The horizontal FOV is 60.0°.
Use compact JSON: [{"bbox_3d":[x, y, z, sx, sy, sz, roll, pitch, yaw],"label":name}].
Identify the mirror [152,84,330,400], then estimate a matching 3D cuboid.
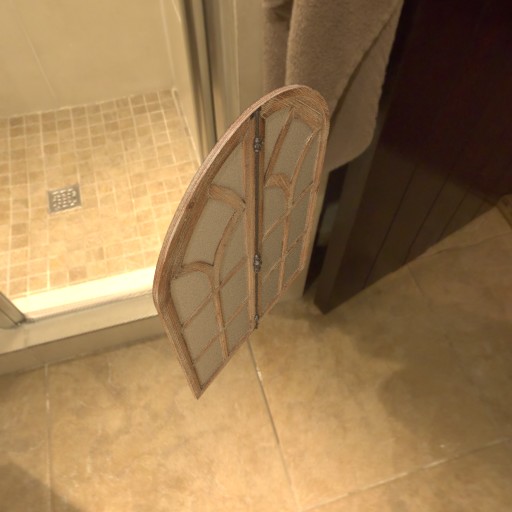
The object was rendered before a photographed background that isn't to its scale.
[{"bbox_3d":[0.000,0.000,1.136,0.032,0.915,0.609,32,63,19],"label":"mirror"}]
